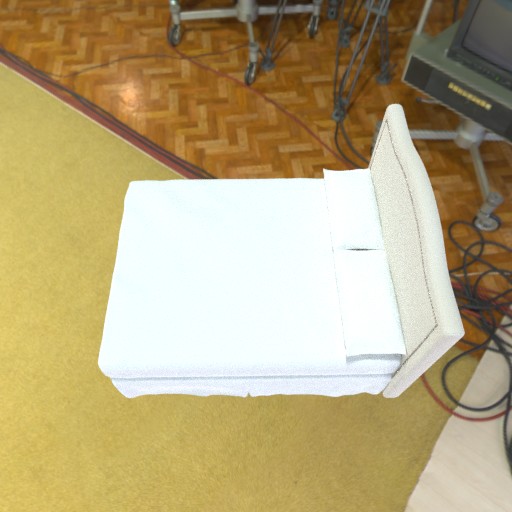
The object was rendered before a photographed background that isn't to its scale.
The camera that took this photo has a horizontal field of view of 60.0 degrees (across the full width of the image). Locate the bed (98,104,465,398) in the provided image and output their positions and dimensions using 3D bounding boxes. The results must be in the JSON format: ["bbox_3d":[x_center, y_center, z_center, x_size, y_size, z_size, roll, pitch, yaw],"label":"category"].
[{"bbox_3d":[0.000,0.000,3.240,2.143,1.460,1.753,-1,58,0],"label":"bed"}]
